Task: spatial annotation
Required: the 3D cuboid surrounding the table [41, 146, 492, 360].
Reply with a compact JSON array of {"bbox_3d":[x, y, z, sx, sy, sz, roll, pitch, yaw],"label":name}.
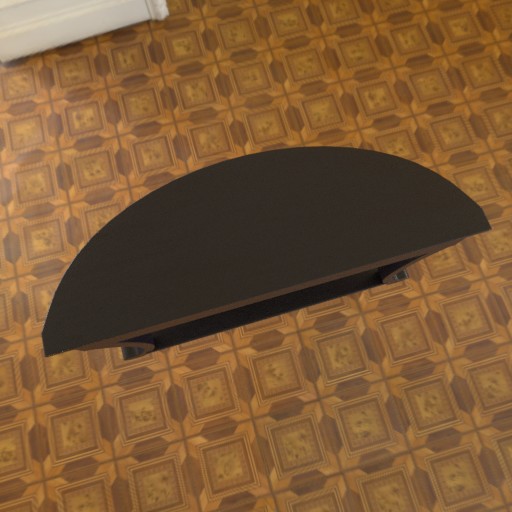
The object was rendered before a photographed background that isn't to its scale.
[{"bbox_3d":[0.000,0.000,1.519,1.198,0.692,0.394,-16,75,-4],"label":"table"}]
